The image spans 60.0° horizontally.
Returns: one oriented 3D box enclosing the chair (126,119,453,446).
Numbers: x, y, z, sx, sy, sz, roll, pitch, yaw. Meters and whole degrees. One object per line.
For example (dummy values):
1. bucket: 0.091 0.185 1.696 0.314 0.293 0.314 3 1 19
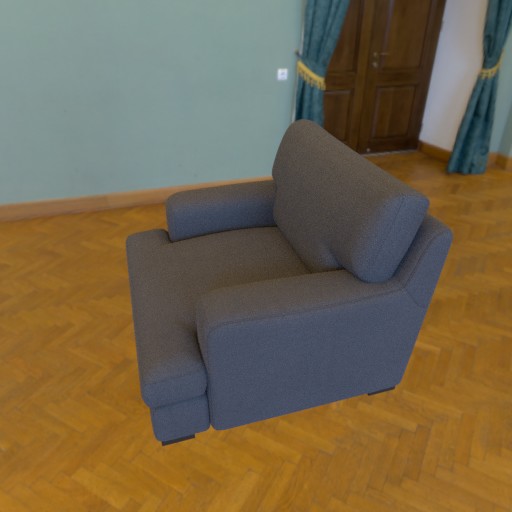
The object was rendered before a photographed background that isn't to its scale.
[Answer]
1. chair: 0.000 0.000 2.010 1.143 0.940 1.168 -9 33 -14
